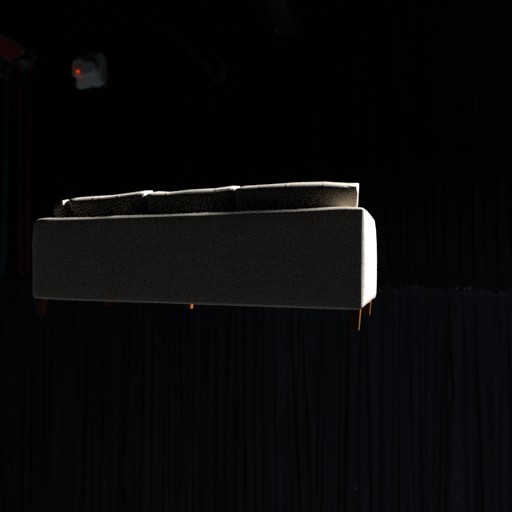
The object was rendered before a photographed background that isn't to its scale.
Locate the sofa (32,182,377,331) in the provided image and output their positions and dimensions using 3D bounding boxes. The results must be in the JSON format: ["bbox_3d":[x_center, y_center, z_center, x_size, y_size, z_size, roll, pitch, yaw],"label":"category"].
[{"bbox_3d":[0.000,0.000,4.686,2.594,0.961,3.460,0,-1,19],"label":"sofa"}]
